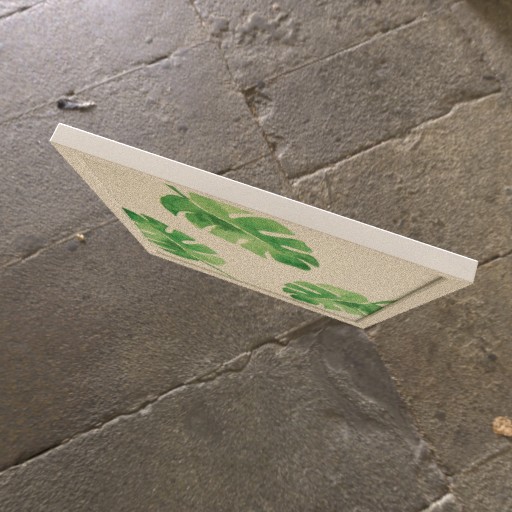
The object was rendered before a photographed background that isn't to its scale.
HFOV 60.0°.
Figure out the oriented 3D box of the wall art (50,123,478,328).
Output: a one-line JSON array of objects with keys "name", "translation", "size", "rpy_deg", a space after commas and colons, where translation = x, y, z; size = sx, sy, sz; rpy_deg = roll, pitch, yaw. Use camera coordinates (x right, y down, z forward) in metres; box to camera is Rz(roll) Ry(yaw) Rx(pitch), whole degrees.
[{"name": "wall art", "translation": [0.000, 0.000, 1.123], "size": [0.762, 0.762, 0.040], "rpy_deg": [19, 76, 5]}]
